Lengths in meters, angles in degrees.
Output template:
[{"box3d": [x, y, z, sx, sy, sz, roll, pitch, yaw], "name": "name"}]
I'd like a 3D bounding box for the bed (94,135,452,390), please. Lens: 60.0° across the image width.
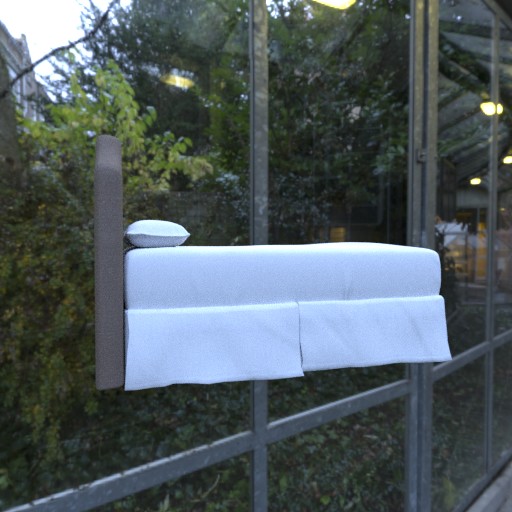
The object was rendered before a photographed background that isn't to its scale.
[{"box3d": [0.000, 0.000, 3.188, 2.116, 1.290, 1.693, 0, 2, -18], "name": "bed"}]
